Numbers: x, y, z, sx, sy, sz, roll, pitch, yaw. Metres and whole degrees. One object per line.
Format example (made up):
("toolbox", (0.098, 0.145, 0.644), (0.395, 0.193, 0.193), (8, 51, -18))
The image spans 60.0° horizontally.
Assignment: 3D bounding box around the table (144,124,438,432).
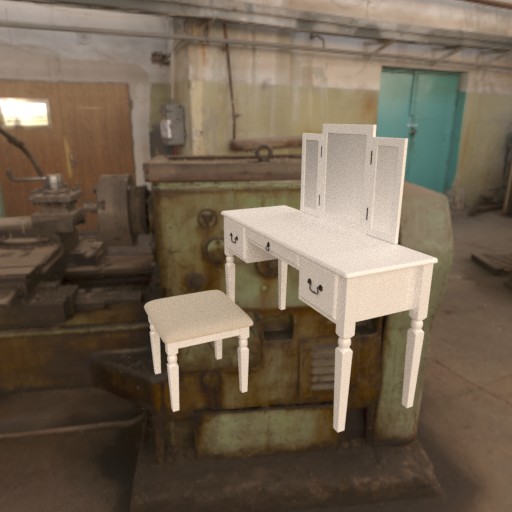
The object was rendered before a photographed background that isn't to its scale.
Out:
("table", (0.000, 0.000, 2.309), (1.115, 1.310, 1.369), (-8, 19, -24))
